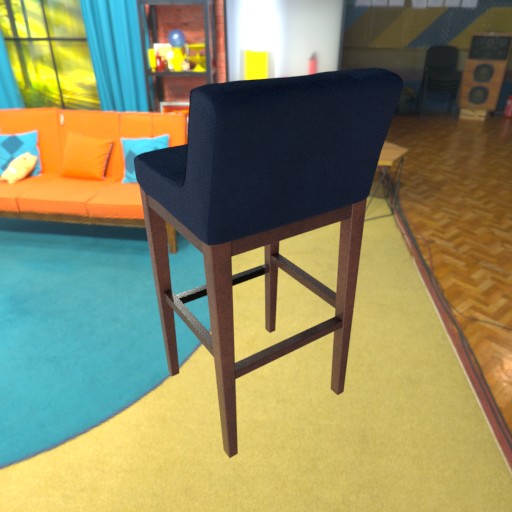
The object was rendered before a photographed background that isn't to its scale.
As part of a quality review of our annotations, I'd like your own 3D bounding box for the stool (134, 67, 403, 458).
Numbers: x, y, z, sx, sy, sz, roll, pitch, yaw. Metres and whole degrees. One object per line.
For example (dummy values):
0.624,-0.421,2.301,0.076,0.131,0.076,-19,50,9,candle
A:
0.000,0.000,1.305,0.511,1.037,0.500,-19,35,-29,stool
